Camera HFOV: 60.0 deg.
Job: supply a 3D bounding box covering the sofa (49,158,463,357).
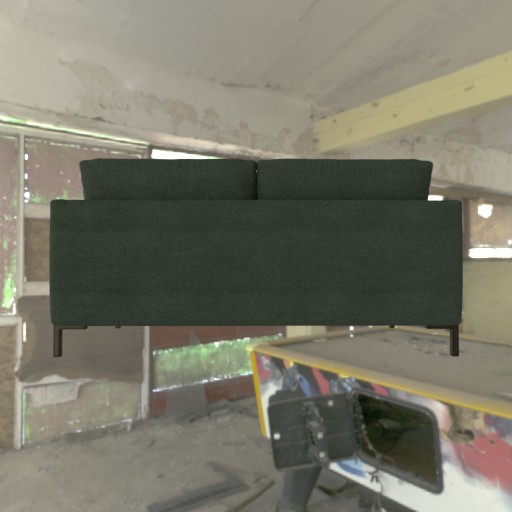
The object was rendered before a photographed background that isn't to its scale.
[{"bbox_3d":[0.000,0.000,2.185,1.676,0.817,0.875,0,-1,-1],"label":"sofa"}]
